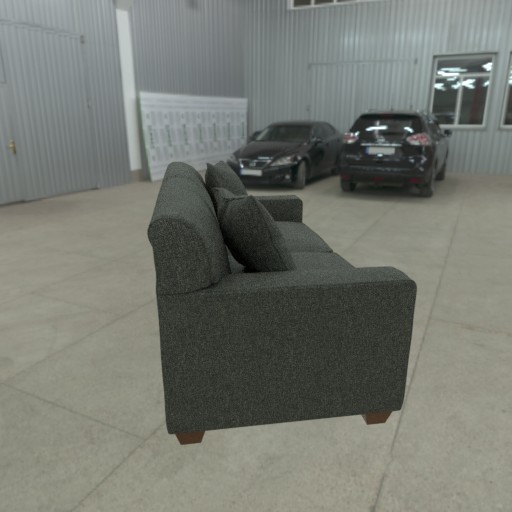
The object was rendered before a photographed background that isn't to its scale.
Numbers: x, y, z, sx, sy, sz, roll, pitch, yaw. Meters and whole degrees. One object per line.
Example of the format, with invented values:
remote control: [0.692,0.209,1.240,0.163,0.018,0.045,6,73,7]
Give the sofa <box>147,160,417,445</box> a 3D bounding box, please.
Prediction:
sofa: [0.000,0.000,2.470,0.998,0.958,1.846,-3,18,-8]
